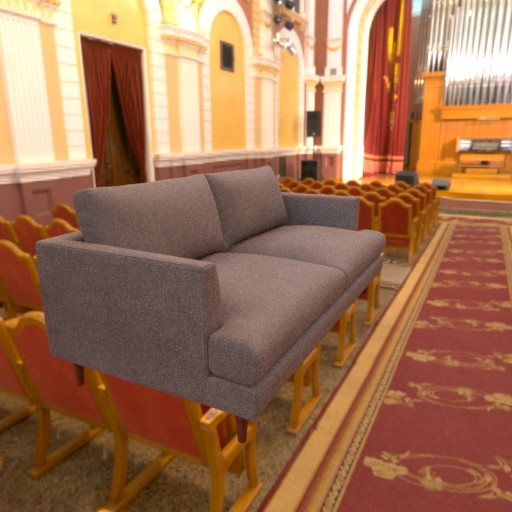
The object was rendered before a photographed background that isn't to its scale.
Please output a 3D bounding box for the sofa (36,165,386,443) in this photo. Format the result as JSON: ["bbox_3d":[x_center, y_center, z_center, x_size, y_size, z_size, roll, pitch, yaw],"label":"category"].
[{"bbox_3d":[0.000,0.000,2.430,1.020,0.868,1.948,8,17,26],"label":"sofa"}]
